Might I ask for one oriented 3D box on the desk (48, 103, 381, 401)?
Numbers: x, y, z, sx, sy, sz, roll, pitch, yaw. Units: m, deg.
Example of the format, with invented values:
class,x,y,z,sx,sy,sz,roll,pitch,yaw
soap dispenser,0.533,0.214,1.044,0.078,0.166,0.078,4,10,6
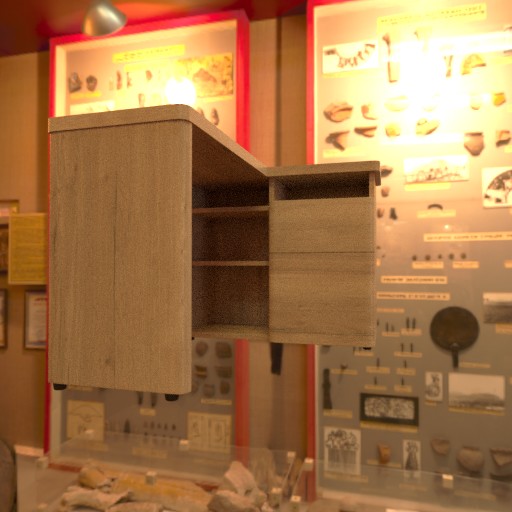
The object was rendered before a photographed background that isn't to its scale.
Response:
class,x,y,z,sx,sy,sz,roll,pitch,yaw
desk,0.000,0.000,1.673,0.900,0.760,1.169,0,-1,16
